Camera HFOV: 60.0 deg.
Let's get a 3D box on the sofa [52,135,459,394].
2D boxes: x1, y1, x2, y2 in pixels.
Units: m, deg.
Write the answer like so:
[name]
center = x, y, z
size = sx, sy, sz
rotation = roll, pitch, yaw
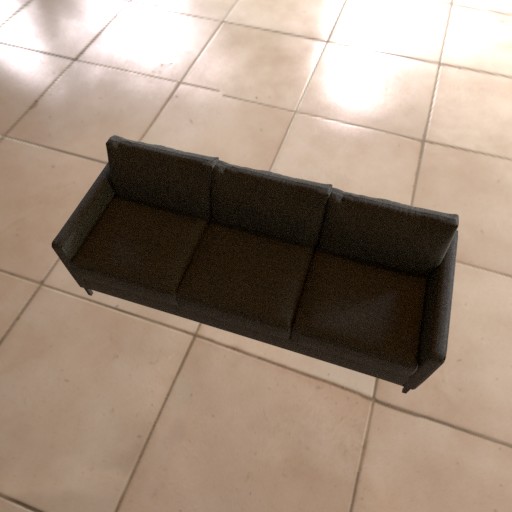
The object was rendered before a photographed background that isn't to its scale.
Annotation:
[sofa]
center = 0.000, 0.000, 2.714
size = 2.253, 0.879, 0.876
rotation = 15, 58, 10
